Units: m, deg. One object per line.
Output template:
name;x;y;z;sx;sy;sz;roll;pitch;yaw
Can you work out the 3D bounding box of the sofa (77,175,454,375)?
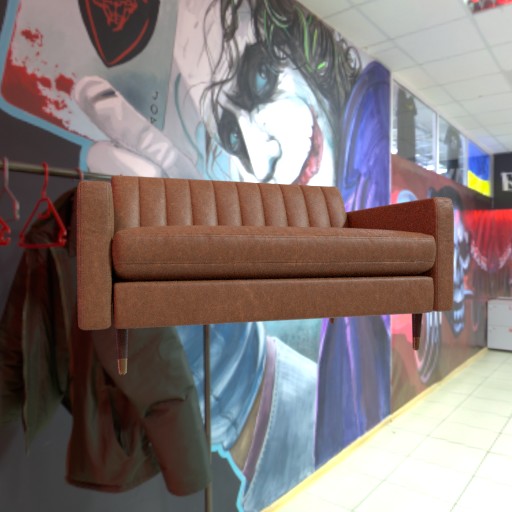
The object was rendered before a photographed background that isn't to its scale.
sofa;0.000;0.000;2.097;1.549;0.820;0.960;0;1;-18
